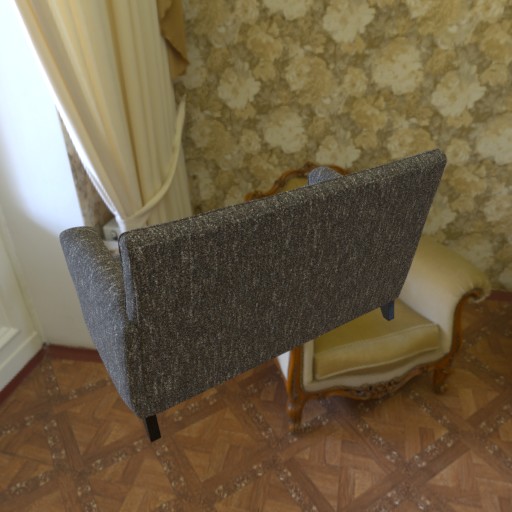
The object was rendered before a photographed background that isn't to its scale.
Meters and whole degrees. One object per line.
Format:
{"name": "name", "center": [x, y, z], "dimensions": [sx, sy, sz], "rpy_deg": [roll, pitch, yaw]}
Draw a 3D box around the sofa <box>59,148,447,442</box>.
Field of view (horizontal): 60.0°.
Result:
{"name": "sofa", "center": [0.000, 0.000, 2.056], "dimensions": [1.519, 0.946, 0.801], "rpy_deg": [-19, 36, -28]}
